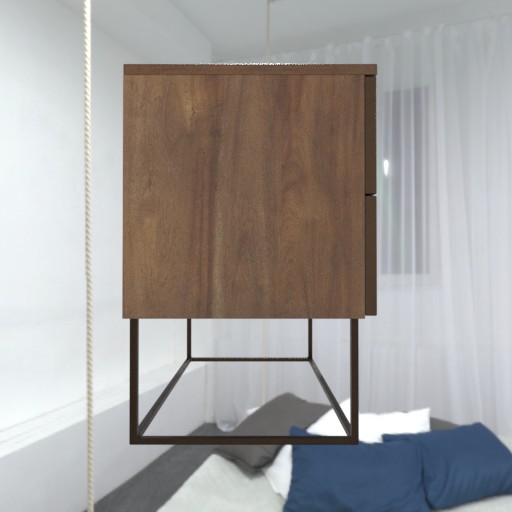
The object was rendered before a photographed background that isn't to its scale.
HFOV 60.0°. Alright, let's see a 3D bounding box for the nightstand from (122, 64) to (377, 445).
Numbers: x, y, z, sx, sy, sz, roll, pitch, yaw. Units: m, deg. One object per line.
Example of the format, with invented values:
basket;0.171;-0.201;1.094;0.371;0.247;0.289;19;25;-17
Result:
nightstand;0.000;0.000;1.010;0.427;0.611;0.605;0;-1;0
